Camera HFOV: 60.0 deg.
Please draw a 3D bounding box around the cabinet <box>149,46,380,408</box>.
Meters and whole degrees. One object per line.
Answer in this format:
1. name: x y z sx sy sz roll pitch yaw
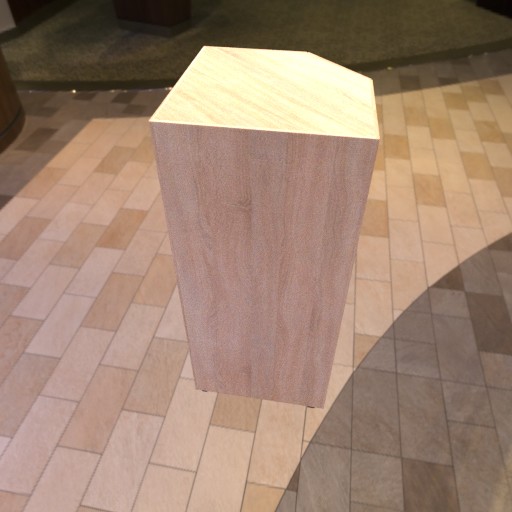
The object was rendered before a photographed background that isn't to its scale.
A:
1. cabinet: 0.000 0.000 2.789 1.094 2.120 1.327 -26 49 -25
